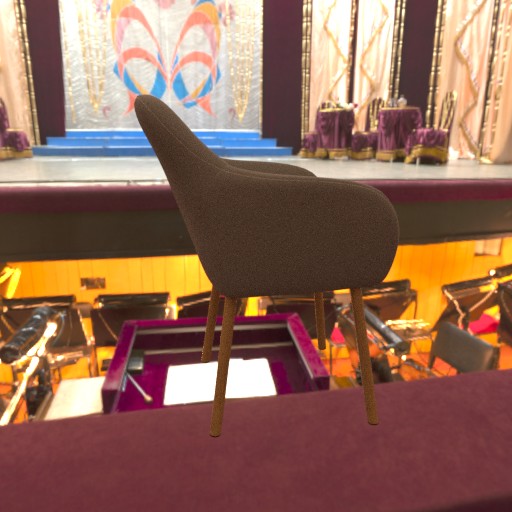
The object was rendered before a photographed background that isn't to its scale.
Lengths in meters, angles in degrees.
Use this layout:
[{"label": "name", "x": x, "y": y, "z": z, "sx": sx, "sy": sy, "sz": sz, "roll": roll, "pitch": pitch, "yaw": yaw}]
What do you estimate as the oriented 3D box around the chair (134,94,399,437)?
[{"label": "chair", "x": 0.000, "y": 0.000, "z": 1.232, "sx": 0.590, "sy": 0.830, "sz": 0.570, "roll": -3, "pitch": 16, "yaw": -10}]
